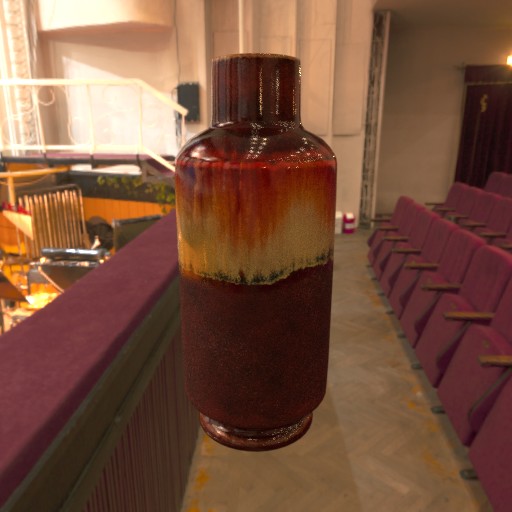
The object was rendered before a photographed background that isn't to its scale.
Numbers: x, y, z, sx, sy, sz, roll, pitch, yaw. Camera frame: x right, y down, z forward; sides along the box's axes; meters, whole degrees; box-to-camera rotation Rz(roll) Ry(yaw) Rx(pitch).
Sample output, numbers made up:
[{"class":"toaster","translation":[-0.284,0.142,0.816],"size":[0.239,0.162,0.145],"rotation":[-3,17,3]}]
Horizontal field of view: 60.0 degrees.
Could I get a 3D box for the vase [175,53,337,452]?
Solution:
[{"class":"vase","translation":[0.000,0.000,0.320],"size":[0.111,0.261,0.111],"rotation":[0,15,0]}]
